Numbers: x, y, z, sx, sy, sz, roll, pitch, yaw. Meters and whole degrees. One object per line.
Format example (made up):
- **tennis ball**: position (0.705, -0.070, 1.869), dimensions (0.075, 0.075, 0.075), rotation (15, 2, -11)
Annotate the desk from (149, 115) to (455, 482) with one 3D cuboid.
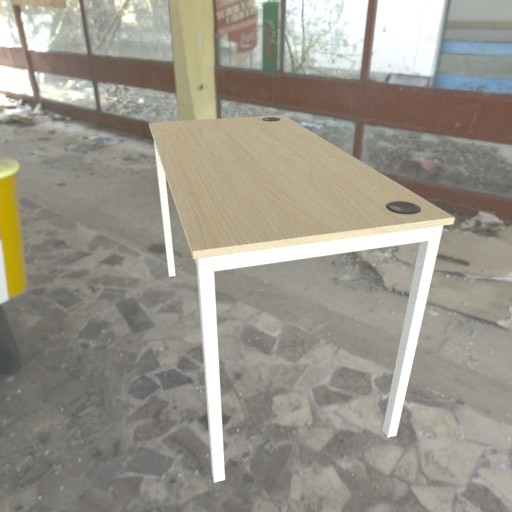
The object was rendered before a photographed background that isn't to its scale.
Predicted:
- **desk**: position (0.000, 0.000, 1.621), dimensions (0.600, 0.750, 1.200), rotation (-8, 30, -14)
